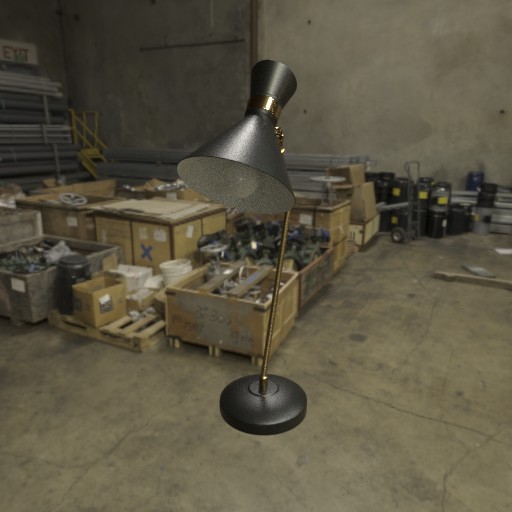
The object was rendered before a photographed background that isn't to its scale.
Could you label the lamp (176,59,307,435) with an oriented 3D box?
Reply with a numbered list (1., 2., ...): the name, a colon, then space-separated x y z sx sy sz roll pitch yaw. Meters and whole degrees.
1. lamp: 0.000 0.000 0.772 0.189 0.647 0.292 8 18 26
